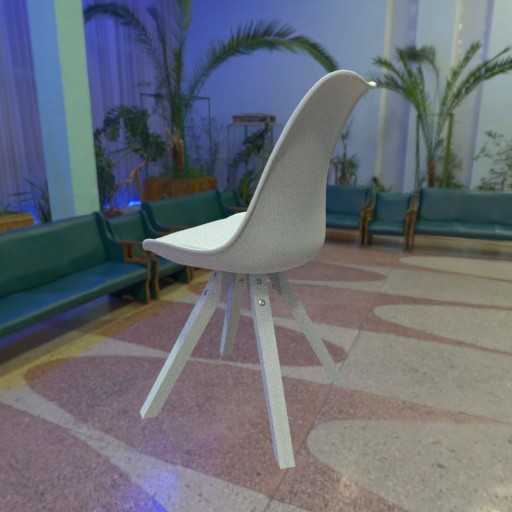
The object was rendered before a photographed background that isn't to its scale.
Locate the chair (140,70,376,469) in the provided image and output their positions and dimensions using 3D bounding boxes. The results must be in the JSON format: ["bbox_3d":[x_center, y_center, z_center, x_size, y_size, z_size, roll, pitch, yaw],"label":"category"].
[{"bbox_3d":[0.000,0.000,1.164,0.550,0.850,0.485,7,16,26],"label":"chair"}]
